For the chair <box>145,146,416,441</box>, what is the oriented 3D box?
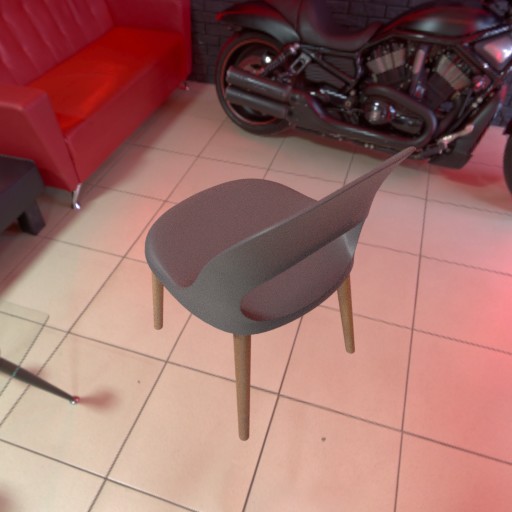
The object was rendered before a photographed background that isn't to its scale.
[{"bbox_3d":[0.000,0.000,1.121,0.470,0.795,0.556,-30,53,-26],"label":"chair"}]
